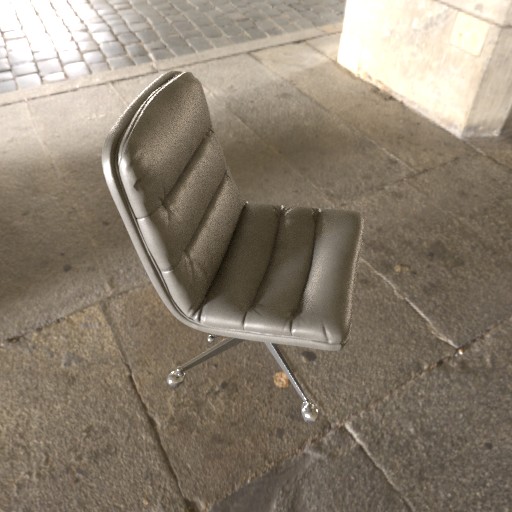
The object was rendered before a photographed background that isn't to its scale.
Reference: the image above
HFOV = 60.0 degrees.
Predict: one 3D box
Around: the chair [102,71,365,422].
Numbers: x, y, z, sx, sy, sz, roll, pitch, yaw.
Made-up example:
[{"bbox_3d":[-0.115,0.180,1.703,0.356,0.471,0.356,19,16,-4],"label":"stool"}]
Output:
[{"bbox_3d":[0.000,0.000,1.055,0.485,0.738,0.422,11,47,10],"label":"chair"}]
